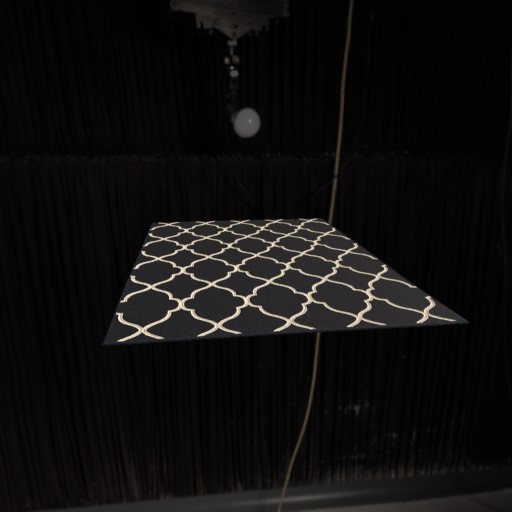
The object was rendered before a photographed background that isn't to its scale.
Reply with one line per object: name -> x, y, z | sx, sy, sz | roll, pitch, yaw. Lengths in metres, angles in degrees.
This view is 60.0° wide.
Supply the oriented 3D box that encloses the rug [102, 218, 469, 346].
rug -> 0.000, 0.000, 2.884 | 1.528, 0.014, 2.294 | -2, 16, -8
